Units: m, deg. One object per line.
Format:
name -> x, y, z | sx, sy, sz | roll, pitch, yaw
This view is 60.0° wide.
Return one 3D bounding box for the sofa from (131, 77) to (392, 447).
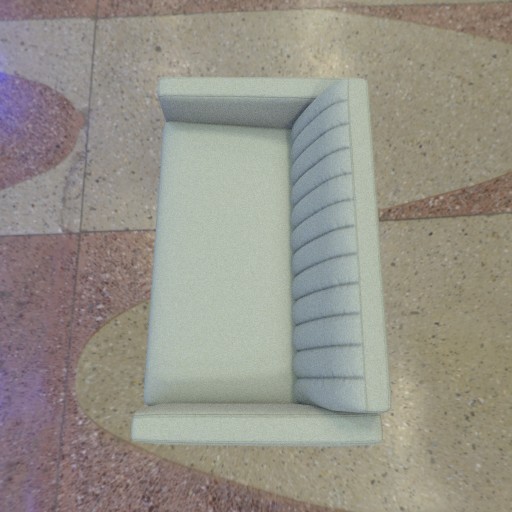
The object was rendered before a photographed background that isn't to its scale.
sofa -> 0.000, 0.000, 2.061 | 0.950, 0.801, 1.585 | 0, 74, 0
